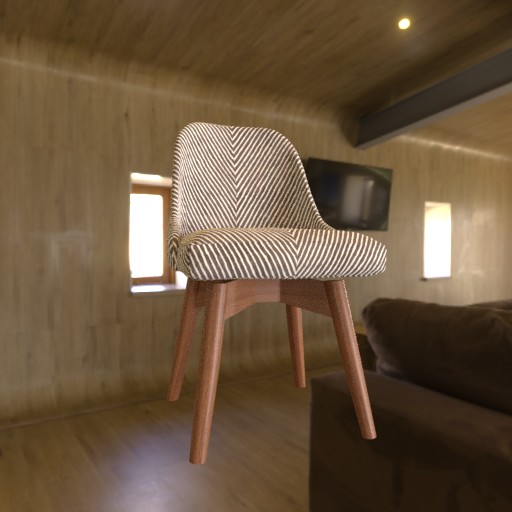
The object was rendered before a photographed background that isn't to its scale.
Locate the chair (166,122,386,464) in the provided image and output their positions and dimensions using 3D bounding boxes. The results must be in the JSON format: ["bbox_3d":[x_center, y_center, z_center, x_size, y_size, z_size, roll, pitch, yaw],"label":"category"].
[{"bbox_3d":[0.000,0.000,1.249,0.504,0.883,0.591,0,1,-18],"label":"chair"}]
